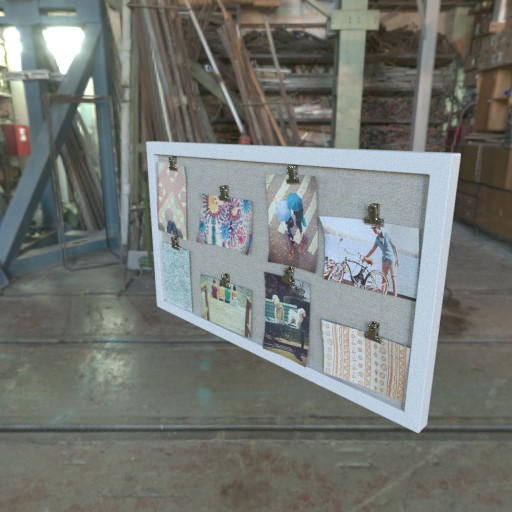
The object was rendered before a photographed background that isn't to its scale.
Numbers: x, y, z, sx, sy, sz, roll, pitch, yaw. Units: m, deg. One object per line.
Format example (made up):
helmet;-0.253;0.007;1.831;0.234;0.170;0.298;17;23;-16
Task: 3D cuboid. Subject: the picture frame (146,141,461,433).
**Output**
picture frame;0.000;0.000;0.784;0.647;0.379;0.044;15;22;42
